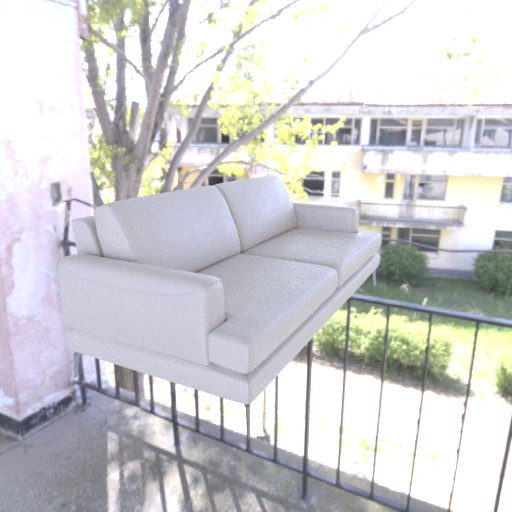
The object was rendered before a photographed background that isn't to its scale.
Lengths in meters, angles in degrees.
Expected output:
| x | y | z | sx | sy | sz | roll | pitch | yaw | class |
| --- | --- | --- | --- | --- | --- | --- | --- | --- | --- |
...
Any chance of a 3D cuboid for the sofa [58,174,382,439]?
| x | y | z | sx | sy | sz | roll | pitch | yaw | class |
| --- | --- | --- | --- | --- | --- | --- | --- | --- | --- |
| 0.000 | 0.000 | 2.467 | 0.974 | 0.765 | 1.940 | 8 | 17 | 27 | sofa |
